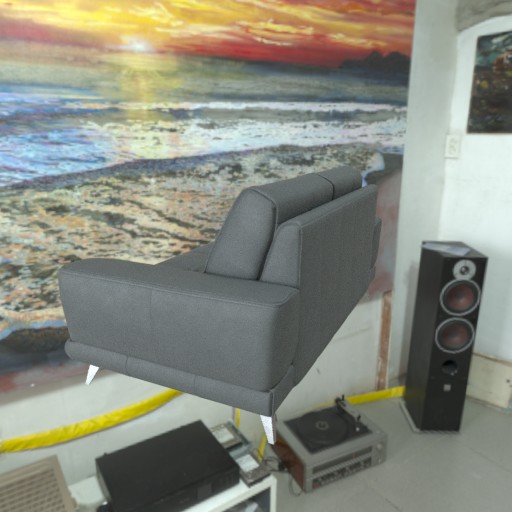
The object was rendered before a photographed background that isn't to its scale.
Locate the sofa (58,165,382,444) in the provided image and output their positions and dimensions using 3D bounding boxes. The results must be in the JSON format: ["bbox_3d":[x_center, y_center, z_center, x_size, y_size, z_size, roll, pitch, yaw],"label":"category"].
[{"bbox_3d":[0.000,0.000,2.395,1.018,0.907,1.806,7,17,25],"label":"sofa"}]
